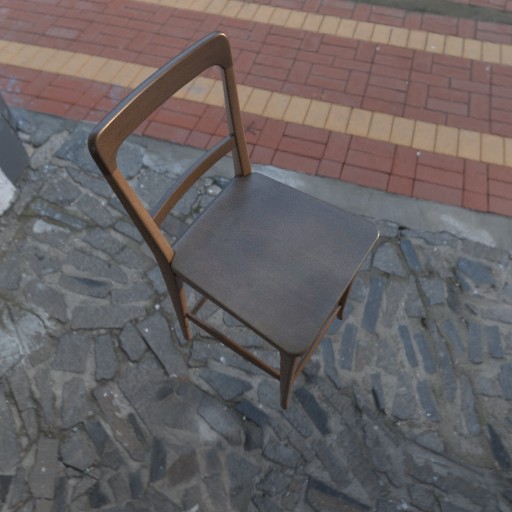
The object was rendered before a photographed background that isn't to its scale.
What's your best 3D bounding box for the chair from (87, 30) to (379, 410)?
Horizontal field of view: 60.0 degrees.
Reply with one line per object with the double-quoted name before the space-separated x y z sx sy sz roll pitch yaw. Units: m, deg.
"chair" 0.000 0.000 1.276 0.546 0.991 0.450 30 64 17
